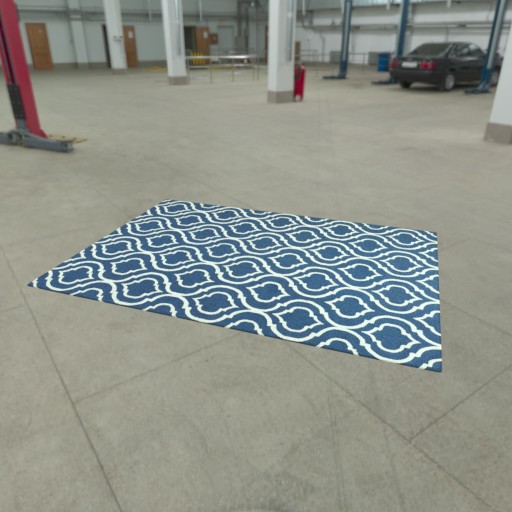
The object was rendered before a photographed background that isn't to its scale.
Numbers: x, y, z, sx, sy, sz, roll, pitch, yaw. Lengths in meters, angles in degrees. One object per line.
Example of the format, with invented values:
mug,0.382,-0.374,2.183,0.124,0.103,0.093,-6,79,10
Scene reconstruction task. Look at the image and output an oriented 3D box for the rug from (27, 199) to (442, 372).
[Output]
rug,0.000,0.000,2.758,2.134,0.010,1.524,9,28,17
